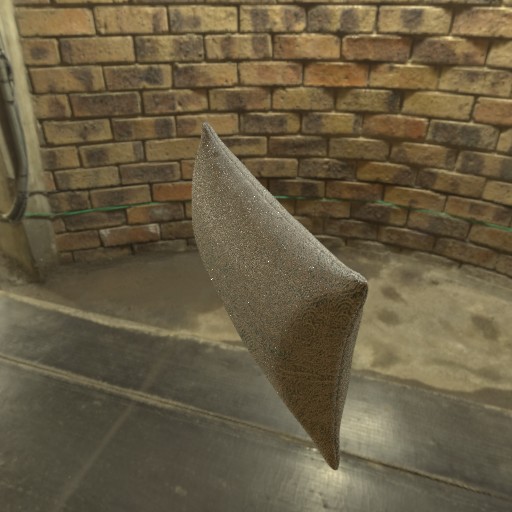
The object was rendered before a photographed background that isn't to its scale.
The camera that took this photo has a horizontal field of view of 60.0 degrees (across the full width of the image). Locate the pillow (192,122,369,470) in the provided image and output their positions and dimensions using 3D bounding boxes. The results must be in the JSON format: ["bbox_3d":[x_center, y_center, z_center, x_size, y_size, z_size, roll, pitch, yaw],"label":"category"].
[{"bbox_3d":[0.000,0.000,0.740,0.151,0.295,0.615,-11,33,-17],"label":"pillow"}]
